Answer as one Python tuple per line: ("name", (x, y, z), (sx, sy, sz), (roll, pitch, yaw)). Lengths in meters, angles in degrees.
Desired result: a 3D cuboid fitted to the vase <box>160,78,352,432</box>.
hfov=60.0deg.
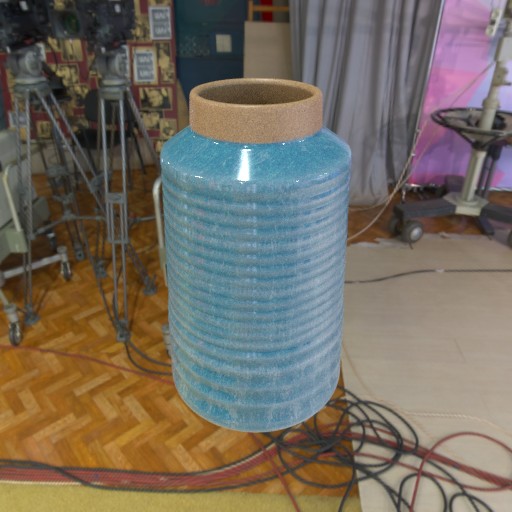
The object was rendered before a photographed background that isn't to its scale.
("vase", (0.000, 0.000, 0.373), (0.163, 0.267, 0.163), (0, 32, 0))
